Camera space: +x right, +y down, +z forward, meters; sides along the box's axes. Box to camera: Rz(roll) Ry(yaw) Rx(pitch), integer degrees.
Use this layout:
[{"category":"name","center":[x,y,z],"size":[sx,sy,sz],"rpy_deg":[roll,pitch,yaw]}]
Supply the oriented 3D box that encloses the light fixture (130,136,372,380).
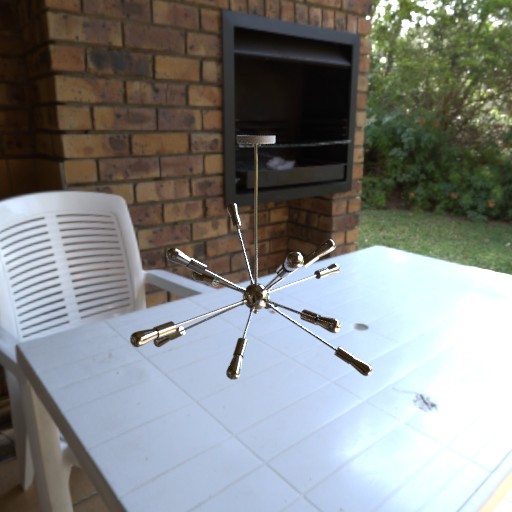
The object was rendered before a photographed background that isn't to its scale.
[{"category":"light fixture","center":[0.000,0.000,1.065],"size":[0.684,0.558,0.509],"rpy_deg":[-15,22,-42]}]
